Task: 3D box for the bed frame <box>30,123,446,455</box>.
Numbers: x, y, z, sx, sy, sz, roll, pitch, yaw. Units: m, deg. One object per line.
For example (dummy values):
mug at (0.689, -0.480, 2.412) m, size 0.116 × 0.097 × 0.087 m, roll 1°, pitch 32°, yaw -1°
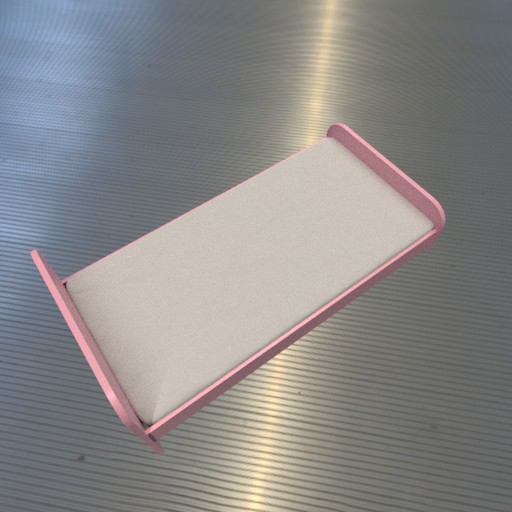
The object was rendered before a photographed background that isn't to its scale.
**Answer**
bed frame at (0.000, 0.000, 2.502) m, size 1.963 × 0.805 × 0.998 m, roll -32°, pitch 63°, yaw -18°
